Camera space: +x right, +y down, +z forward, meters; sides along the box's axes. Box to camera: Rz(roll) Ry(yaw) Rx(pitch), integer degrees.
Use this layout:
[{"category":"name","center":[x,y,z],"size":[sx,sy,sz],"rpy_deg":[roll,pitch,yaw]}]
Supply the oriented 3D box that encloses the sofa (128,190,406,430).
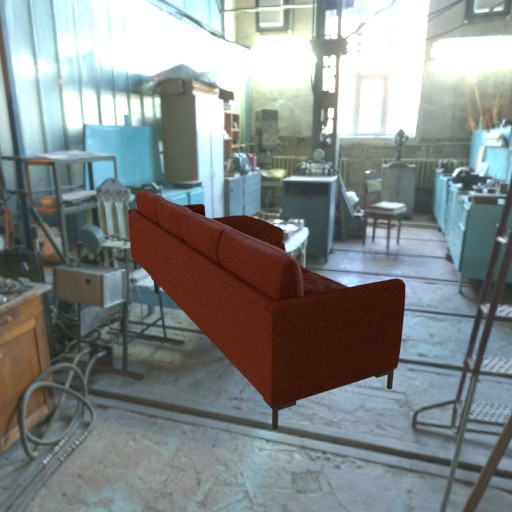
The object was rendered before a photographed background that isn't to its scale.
[{"category":"sofa","center":[0.000,0.000,3.467],"size":[1.350,0.810,2.932],"rpy_deg":[-8,17,-26]}]
